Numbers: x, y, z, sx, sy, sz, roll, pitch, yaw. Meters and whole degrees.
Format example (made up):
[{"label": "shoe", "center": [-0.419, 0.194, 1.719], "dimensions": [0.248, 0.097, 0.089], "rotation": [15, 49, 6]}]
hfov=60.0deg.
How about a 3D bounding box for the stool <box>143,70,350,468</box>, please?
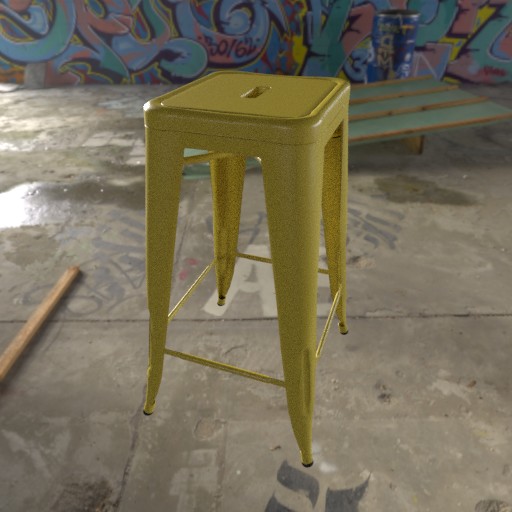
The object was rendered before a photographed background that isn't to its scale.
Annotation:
[{"label": "stool", "center": [0.000, 0.000, 0.849], "dimensions": [0.359, 0.609, 0.399], "rotation": [11, 34, 16]}]
